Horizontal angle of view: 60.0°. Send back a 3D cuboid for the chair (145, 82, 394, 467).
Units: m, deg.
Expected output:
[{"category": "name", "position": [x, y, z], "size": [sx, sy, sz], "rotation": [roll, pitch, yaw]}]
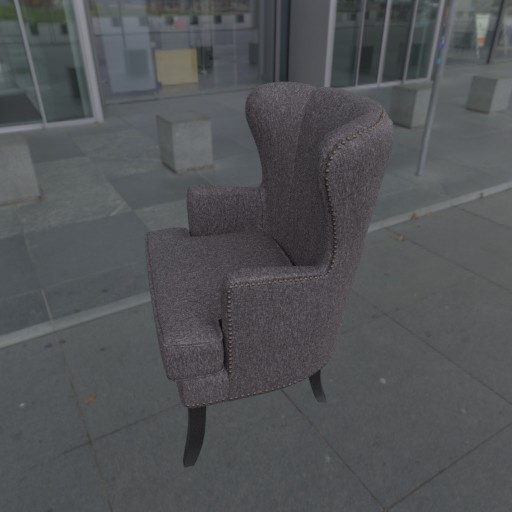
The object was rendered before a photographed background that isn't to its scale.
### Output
[{"category": "chair", "position": [0.000, 0.000, 1.574], "size": [0.758, 1.060, 0.759], "rotation": [-8, 31, -14]}]
